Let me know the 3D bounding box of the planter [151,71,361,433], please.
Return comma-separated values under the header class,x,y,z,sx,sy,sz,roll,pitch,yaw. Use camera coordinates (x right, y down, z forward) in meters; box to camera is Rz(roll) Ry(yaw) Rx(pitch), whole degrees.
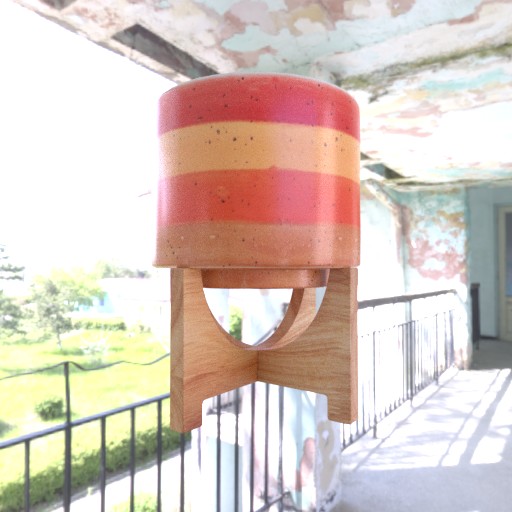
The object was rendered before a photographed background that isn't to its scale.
class,x,y,z,sx,sy,sz,roll,pitch,yaw
planter,0.000,0.000,0.415,0.199,0.268,0.199,0,-1,0
